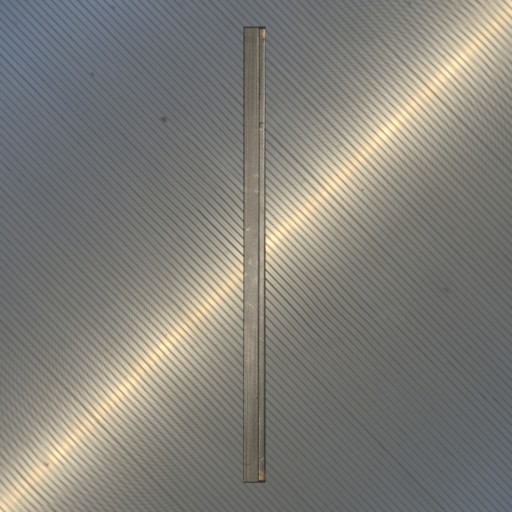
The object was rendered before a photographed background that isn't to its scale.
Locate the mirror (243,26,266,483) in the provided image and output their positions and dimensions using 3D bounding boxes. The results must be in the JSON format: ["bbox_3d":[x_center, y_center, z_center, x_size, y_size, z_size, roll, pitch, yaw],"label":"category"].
[{"bbox_3d":[0.000,0.000,0.560,0.020,0.381,0.382,0,89,0],"label":"mirror"}]
